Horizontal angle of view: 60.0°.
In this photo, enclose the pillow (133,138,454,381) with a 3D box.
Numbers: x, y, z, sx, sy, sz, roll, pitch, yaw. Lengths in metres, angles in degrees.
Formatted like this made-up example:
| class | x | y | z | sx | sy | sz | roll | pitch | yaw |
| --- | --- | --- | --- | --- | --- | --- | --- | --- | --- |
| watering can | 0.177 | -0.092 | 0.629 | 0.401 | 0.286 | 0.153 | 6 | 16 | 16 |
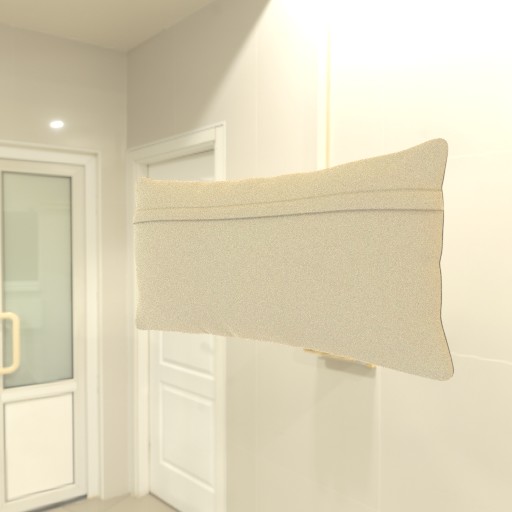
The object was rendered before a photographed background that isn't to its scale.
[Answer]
| class | x | y | z | sx | sy | sz | roll | pitch | yaw |
| --- | --- | --- | --- | --- | --- | --- | --- | --- | --- |
| pillow | 0.000 | 0.000 | 0.722 | 0.604 | 0.307 | 0.148 | 1 | 2 | 36 |
